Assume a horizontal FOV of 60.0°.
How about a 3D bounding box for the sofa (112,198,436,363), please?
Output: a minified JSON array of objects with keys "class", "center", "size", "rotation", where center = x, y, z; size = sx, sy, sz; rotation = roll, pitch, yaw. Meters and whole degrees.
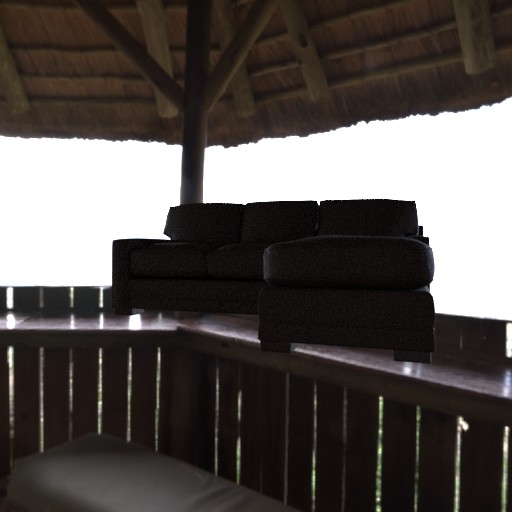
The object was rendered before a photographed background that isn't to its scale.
[{"class":"sofa","center":[0.000,0.000,3.231],"size":[2.370,0.973,1.790],"rotation":[0,1,19]}]
